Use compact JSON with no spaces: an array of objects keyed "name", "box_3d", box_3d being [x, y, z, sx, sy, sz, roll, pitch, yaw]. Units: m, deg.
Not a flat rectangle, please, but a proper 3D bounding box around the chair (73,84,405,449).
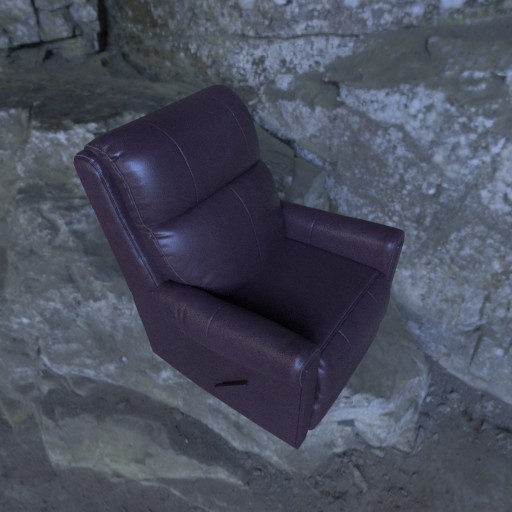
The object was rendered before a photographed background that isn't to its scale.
[{"name":"chair","box_3d":[0.000,0.000,1.776,1.014,1.054,0.838,25,46,26]}]
